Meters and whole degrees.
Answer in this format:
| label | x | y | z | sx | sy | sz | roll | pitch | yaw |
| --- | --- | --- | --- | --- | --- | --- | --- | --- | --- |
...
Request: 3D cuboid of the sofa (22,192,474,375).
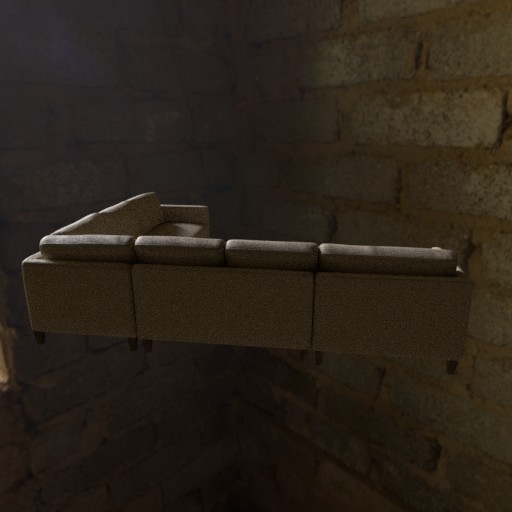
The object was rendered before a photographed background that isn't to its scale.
| label | x | y | z | sx | sy | sz | roll | pitch | yaw |
| --- | --- | --- | --- | --- | --- | --- | --- | --- | --- |
| sofa | 0.000 | 0.000 | 4.559 | 3.460 | 0.959 | 2.593 | 2 | 17 | 8 |
